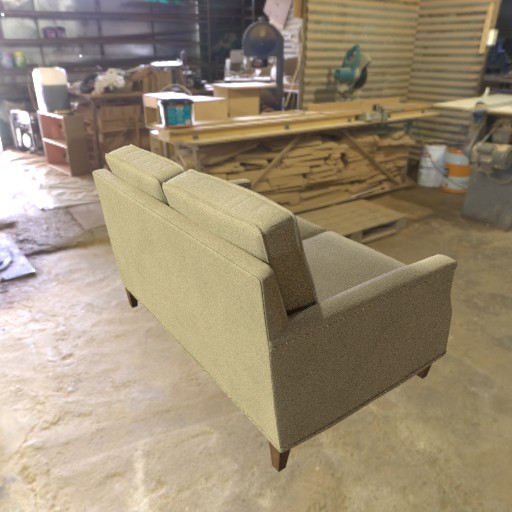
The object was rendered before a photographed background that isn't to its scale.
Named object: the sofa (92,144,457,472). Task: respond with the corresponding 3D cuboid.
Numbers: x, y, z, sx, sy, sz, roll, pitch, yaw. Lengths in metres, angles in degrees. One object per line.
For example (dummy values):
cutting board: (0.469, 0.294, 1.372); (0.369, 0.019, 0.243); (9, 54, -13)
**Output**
sofa: (0.000, 0.000, 2.219); (1.084, 1.003, 1.597); (-17, 30, -32)
